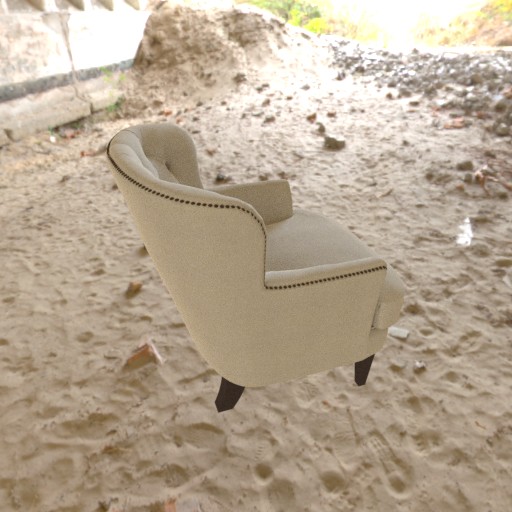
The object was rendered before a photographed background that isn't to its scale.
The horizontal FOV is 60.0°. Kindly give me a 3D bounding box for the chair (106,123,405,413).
[{"bbox_3d":[0.000,0.000,1.595,0.906,0.868,0.848,-10,31,-17],"label":"chair"}]
